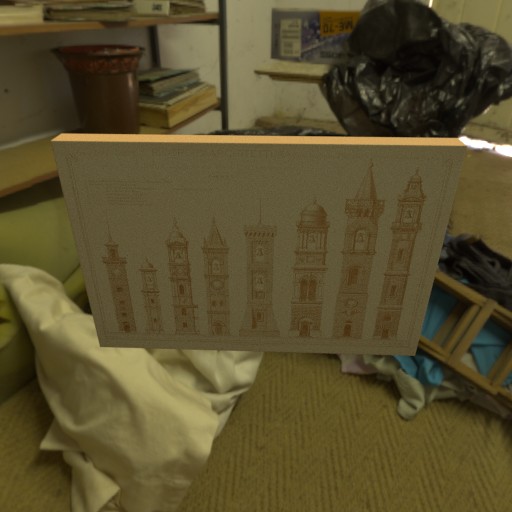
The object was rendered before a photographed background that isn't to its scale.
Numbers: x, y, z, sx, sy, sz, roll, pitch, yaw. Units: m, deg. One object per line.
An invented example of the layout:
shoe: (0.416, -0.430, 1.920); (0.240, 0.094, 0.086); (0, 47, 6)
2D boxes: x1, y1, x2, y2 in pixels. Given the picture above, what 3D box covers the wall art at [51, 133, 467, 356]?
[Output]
wall art: (0.000, 0.000, 0.769); (0.609, 0.407, 0.039); (1, 31, 2)
